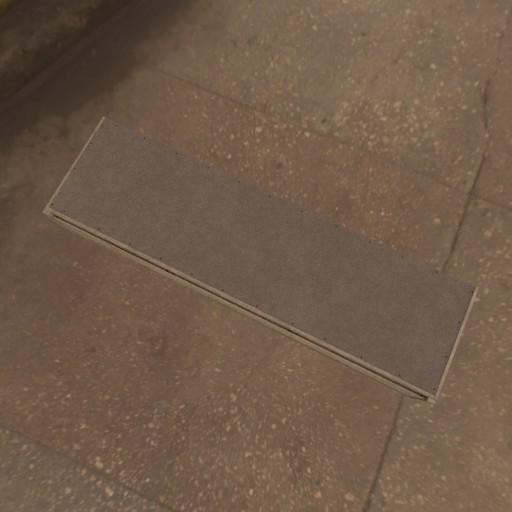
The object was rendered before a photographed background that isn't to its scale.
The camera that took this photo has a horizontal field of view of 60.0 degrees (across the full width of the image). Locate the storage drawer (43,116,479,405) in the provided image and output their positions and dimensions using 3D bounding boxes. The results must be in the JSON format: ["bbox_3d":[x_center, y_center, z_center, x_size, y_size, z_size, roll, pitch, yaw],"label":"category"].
[{"bbox_3d":[0.000,0.000,2.286,2.072,0.274,0.591,25,78,6],"label":"storage drawer"}]
